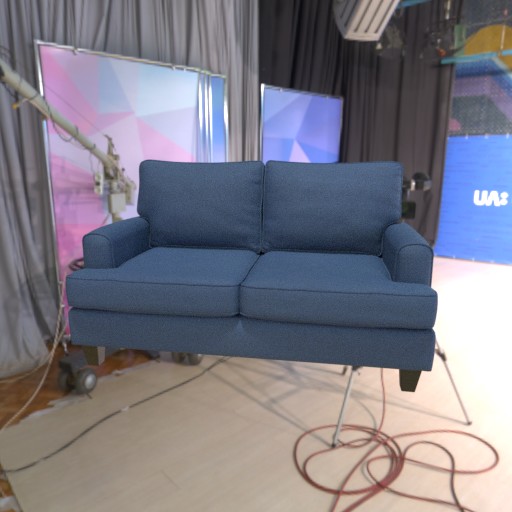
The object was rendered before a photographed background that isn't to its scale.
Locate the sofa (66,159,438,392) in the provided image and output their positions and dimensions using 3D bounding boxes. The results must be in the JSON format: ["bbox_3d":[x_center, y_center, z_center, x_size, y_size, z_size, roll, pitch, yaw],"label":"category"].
[{"bbox_3d":[0.000,0.000,2.303,1.651,0.965,0.965,2,13,9],"label":"sofa"}]
